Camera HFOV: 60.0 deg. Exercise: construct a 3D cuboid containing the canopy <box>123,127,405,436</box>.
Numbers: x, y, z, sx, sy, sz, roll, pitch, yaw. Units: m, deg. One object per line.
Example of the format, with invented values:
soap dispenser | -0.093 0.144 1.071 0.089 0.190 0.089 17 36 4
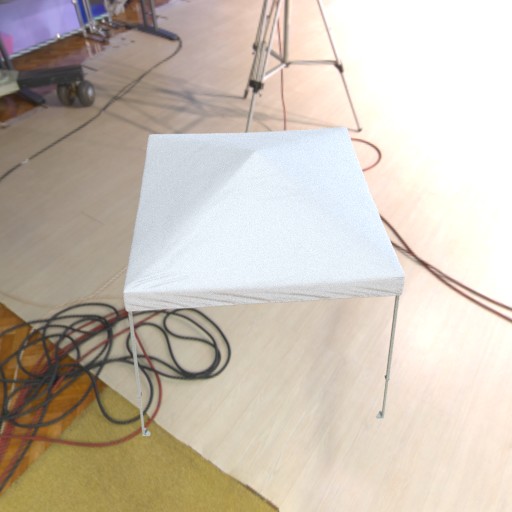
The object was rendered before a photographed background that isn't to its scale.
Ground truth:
canopy | 0.000 0.000 5.122 2.850 2.850 2.849 -3 47 -3
